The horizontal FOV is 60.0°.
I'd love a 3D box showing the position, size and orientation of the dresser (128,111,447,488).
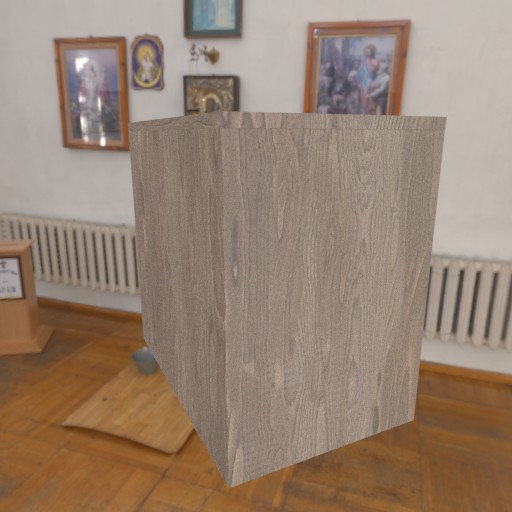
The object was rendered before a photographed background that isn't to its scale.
[{"bbox_3d":[0.000,0.000,1.303,0.529,0.762,0.809,-7,17,-25],"label":"dresser"}]
